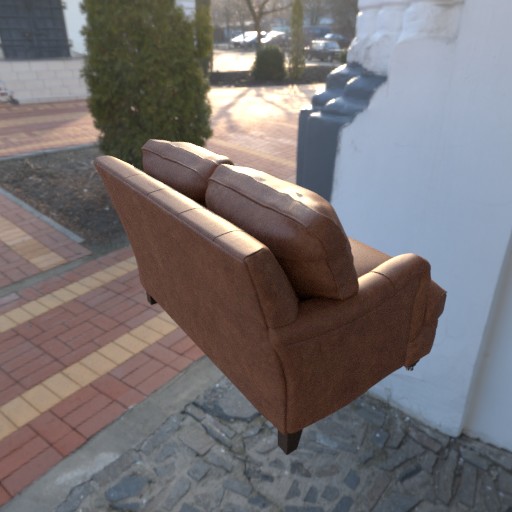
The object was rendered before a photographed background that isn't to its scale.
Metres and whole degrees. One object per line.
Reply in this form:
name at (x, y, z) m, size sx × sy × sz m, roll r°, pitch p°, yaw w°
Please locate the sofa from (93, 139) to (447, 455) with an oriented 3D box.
sofa at (0.000, 0.000, 2.219) m, size 1.077 × 1.004 × 1.527 m, roll -17°, pitch 31°, yaw -31°
